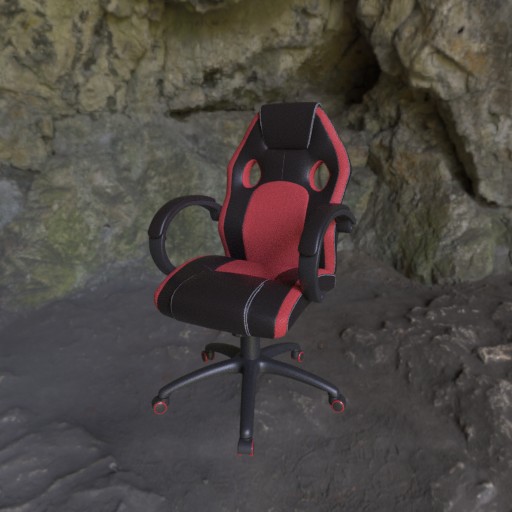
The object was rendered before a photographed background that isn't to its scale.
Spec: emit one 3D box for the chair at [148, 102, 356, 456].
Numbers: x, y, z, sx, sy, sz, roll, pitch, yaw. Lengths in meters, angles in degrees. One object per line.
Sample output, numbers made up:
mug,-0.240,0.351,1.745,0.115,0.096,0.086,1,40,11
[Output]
chair,0.000,0.000,1.723,0.750,1.189,0.783,7,16,27
